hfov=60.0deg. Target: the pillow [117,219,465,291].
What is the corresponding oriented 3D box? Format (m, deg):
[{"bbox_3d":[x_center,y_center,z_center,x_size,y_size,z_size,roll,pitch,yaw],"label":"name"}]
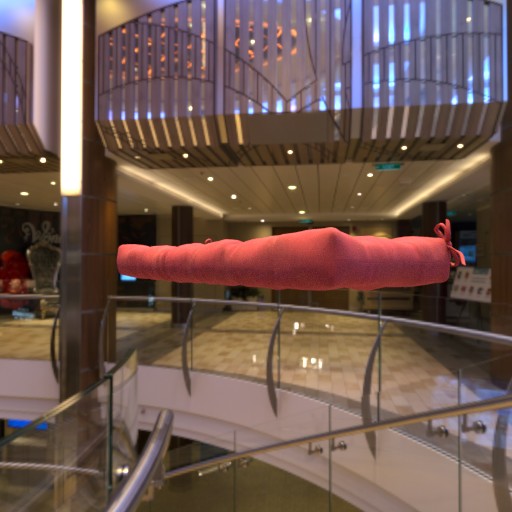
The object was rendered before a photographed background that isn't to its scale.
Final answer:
[{"bbox_3d":[0.000,0.000,1.419,0.511,0.174,1.194,1,-1,-38],"label":"pillow"}]
